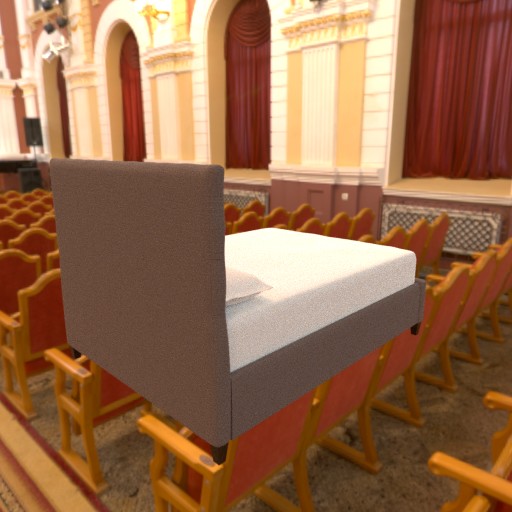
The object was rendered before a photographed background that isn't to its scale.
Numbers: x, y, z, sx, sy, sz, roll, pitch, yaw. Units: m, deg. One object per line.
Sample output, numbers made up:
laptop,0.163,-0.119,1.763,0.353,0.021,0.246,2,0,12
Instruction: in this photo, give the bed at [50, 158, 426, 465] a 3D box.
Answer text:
bed,0.000,0.000,3.282,1.696,1.426,2.233,13,19,43
